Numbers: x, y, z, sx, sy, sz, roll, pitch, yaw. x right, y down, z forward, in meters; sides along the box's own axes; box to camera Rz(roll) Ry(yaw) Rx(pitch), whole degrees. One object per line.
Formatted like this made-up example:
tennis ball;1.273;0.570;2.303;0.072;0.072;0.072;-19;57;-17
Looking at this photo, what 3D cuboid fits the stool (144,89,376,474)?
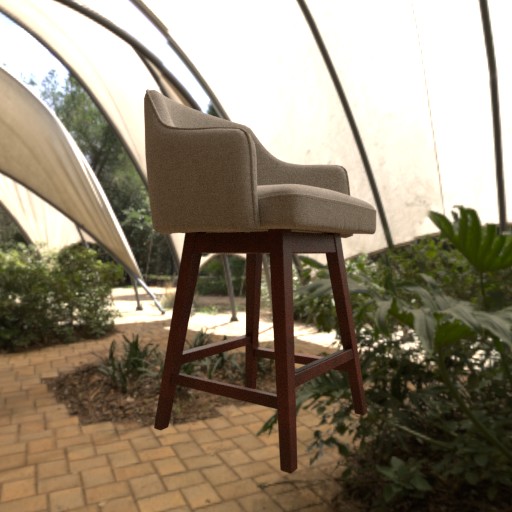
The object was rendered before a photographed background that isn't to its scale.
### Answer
stool;0.000;0.000;1.288;0.558;0.944;0.599;0;1;35
